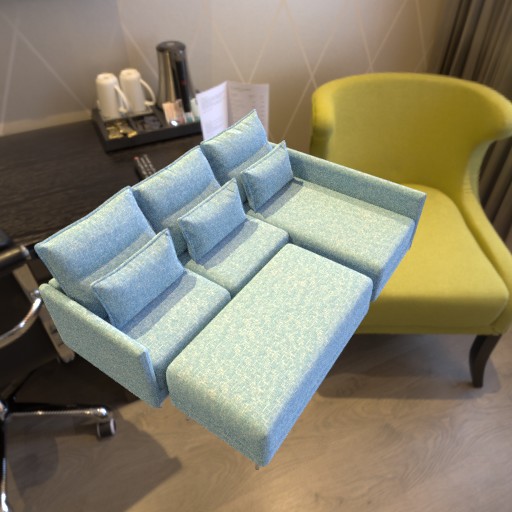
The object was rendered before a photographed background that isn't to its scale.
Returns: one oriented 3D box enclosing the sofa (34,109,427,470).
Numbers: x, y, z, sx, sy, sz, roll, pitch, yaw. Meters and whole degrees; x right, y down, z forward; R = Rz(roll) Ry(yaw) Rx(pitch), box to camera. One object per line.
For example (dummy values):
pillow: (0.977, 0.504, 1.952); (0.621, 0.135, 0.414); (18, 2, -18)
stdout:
sofa: (0.000, 0.000, 2.774); (1.420, 0.899, 2.034); (25, 48, 25)
